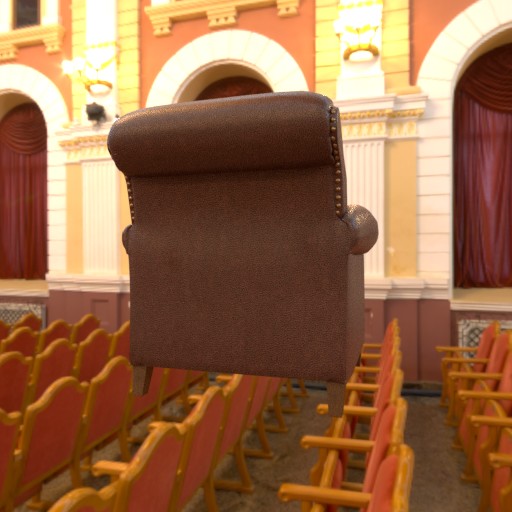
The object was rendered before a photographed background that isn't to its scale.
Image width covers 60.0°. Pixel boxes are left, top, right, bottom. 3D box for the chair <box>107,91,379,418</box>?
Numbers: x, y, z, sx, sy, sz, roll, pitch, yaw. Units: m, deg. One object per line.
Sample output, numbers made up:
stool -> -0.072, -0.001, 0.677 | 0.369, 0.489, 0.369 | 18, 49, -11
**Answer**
chair -> 0.000, 0.000, 1.631 | 0.854, 0.927, 0.890 | 0, 0, 17
